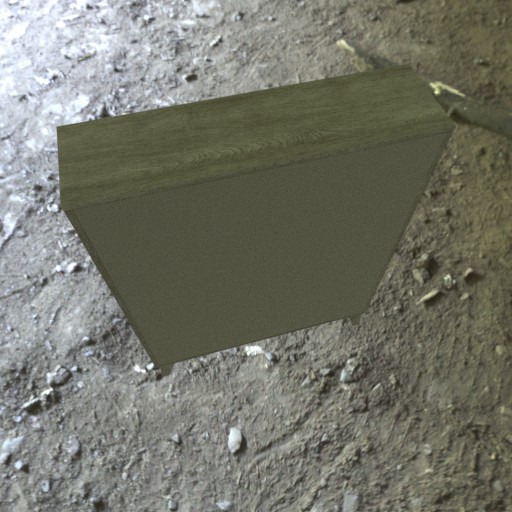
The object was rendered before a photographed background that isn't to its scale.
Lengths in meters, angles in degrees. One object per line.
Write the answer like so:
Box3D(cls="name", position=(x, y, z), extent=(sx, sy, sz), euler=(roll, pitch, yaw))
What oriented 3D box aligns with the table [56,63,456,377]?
Box3D(cls="table", position=(0.000, 0.000, 1.518), extent=(0.902, 1.135, 0.256), euler=(-13, 58, -8))
